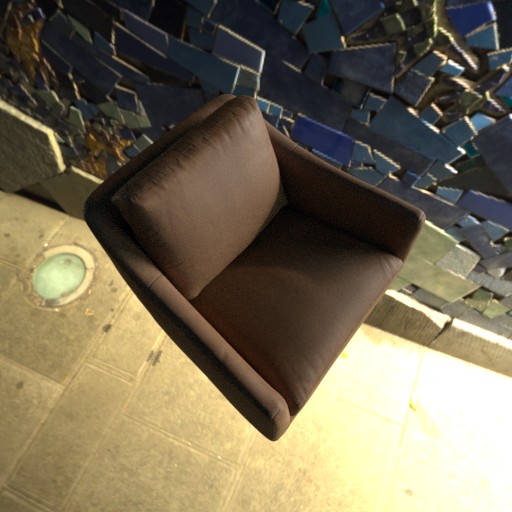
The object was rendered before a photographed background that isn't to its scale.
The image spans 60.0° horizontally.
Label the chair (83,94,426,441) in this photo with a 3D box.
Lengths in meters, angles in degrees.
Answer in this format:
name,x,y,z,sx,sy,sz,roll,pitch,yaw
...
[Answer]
name,x,y,z,sx,sy,sz,roll,pitch,yaw
chair,0.000,0.000,1.771,0.963,0.895,0.988,34,63,20
